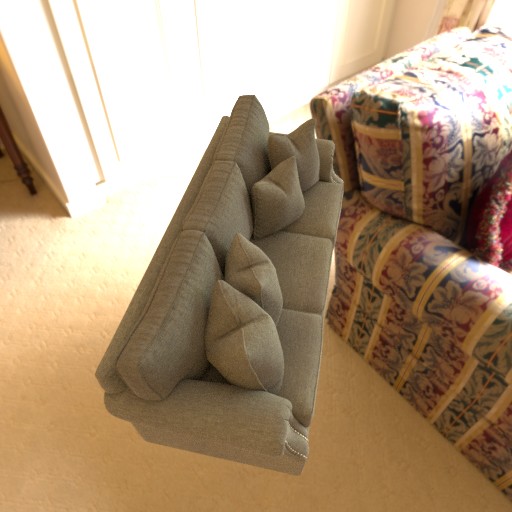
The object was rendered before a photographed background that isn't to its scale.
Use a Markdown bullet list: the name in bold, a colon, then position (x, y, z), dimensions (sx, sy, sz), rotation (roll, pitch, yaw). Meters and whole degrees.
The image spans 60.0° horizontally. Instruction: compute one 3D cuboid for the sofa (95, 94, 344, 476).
- **sofa**: position (0.000, 0.000, 2.729), dimensions (0.965, 0.975, 2.312), rotation (9, 49, 8)
